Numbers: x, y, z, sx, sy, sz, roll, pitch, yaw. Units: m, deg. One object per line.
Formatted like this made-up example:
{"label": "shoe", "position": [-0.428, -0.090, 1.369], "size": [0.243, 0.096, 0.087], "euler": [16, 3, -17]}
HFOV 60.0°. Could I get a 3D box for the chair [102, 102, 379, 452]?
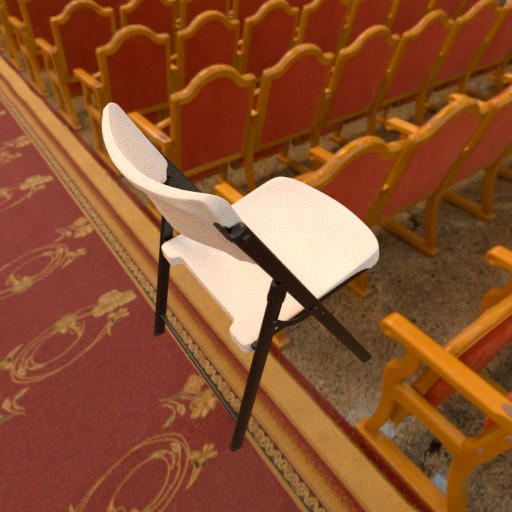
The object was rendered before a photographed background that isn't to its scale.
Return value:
{"label": "chair", "position": [0.000, 0.000, 1.124], "size": [0.577, 0.765, 0.482], "euler": [-25, 48, -25]}
